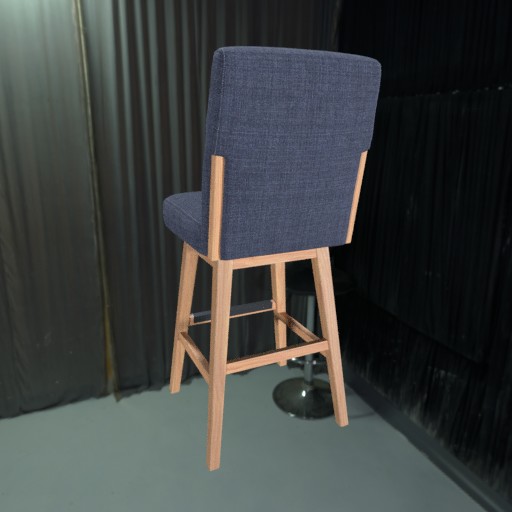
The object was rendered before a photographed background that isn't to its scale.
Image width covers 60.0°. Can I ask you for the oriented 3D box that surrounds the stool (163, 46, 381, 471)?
[{"bbox_3d":[0.000,0.000,1.379,0.483,1.112,0.570,-8,18,-24],"label":"stool"}]
